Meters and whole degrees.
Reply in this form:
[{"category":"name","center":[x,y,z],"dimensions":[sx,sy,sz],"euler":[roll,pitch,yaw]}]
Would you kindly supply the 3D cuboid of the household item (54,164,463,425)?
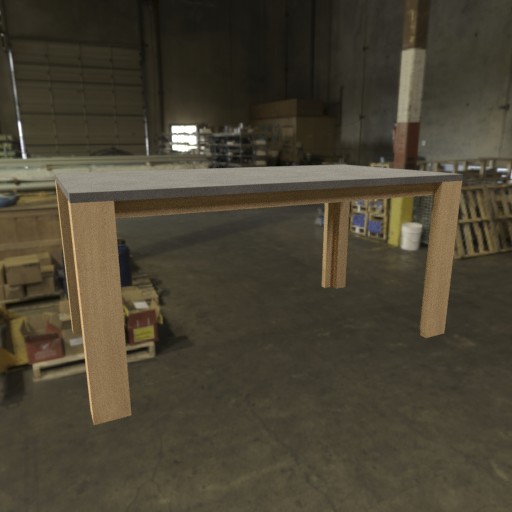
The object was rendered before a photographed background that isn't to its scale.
[{"category":"household item","center":[0.000,0.000,2.061],"dimensions":[1.600,0.755,0.850],"euler":[-7,16,-25]}]
